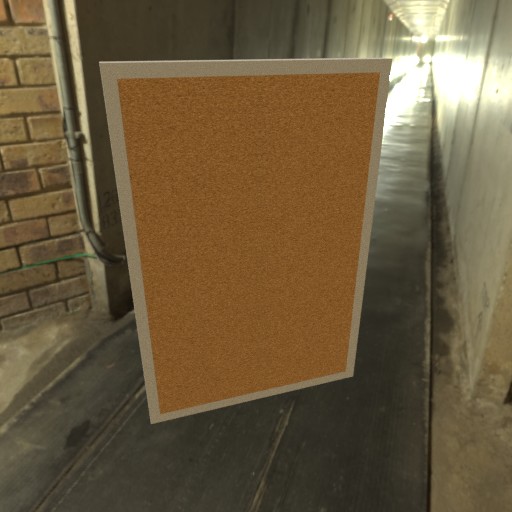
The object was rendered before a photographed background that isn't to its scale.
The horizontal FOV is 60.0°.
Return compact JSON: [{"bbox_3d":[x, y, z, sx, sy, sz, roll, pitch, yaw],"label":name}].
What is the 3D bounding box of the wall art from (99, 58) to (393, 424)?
[{"bbox_3d":[0.000,0.000,0.812,0.450,0.657,0.038,-8,27,-16],"label":"wall art"}]
